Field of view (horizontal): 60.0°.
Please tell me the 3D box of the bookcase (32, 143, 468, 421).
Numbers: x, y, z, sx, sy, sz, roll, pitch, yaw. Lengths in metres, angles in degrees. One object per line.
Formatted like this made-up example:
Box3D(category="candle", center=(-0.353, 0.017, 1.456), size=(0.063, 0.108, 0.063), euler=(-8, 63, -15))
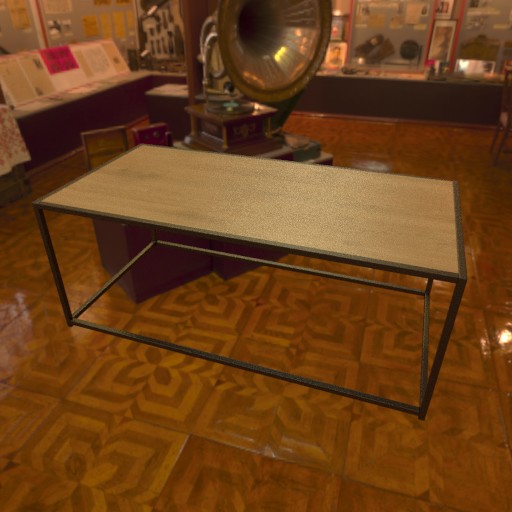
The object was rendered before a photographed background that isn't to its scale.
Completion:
Box3D(category="bookcase", center=(0.000, 0.000, 1.258), size=(1.000, 0.400, 0.500), euler=(10, 33, 16))
